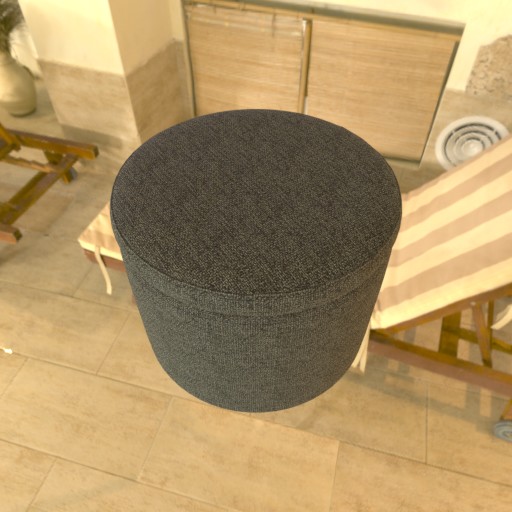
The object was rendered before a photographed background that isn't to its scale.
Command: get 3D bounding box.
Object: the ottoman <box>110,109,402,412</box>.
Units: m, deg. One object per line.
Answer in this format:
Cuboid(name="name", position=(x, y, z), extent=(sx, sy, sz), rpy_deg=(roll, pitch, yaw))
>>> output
Cuboid(name="ottoman", position=(0.000, 0.000, 0.933), extent=(0.520, 0.430, 0.520), rpy_deg=(0, 48, 0))
